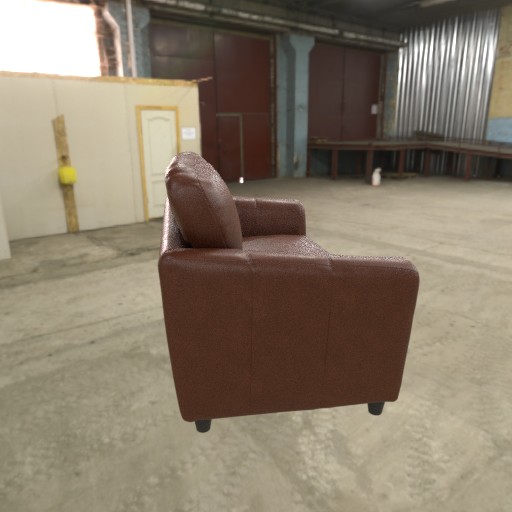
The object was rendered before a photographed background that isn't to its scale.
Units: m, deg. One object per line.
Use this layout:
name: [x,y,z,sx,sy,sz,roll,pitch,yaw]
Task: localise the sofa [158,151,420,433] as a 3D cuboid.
sofa: [0.000,0.000,1.986,0.805,0.906,1.406,-3,16,-10]
